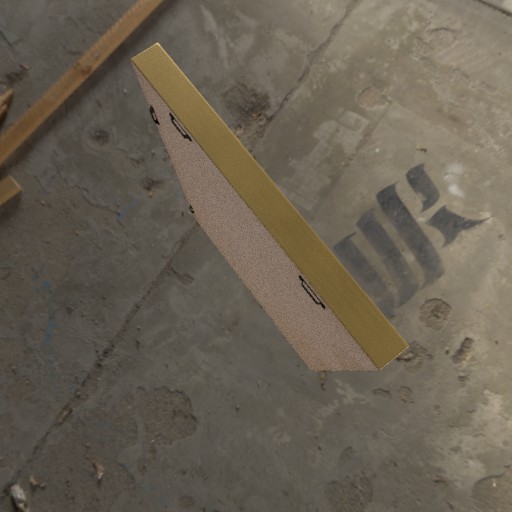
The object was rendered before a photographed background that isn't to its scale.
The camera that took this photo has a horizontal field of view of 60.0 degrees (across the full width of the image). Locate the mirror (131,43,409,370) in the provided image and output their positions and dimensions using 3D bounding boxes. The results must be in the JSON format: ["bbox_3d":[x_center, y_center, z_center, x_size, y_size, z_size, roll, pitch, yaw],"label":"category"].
[{"bbox_3d":[0.000,0.000,0.683,0.041,0.508,0.405,-36,78,-9],"label":"mirror"}]
